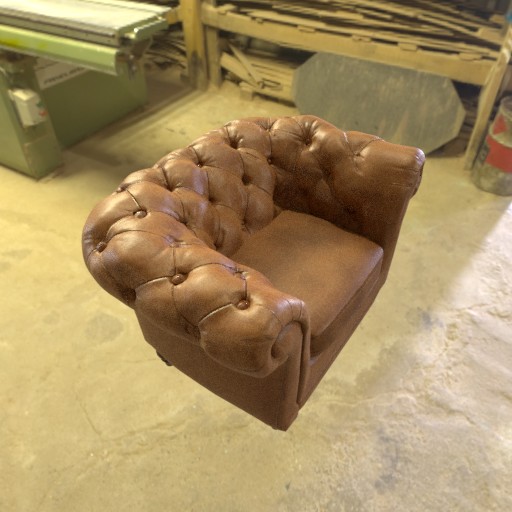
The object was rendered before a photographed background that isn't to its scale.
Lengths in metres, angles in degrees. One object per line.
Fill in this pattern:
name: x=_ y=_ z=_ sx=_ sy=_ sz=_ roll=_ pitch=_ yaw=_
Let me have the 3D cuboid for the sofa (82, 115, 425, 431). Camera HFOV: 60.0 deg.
sofa: x=0.000 y=0.000 z=2.035 sx=1.033 sy=0.878 sz=1.405 roll=25 pitch=47 yaw=26
